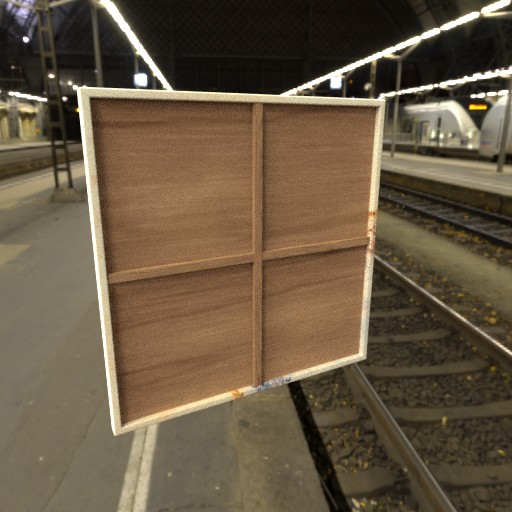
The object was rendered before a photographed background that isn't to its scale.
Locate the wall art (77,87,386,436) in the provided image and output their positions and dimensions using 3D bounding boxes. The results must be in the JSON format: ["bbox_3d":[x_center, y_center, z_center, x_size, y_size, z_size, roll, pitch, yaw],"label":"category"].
[{"bbox_3d":[0.000,0.000,1.299,0.889,0.889,0.038,-8,18,-27],"label":"wall art"}]
